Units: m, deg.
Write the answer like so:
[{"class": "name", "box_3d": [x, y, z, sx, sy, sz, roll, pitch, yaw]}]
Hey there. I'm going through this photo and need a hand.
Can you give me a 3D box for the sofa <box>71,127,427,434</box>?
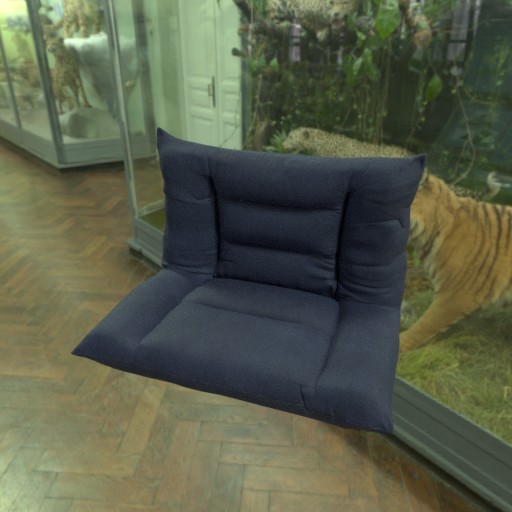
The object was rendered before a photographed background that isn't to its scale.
[{"class": "sofa", "box_3d": [0.000, 0.000, 1.664, 1.122, 0.778, 0.849, 9, 28, 17]}]
